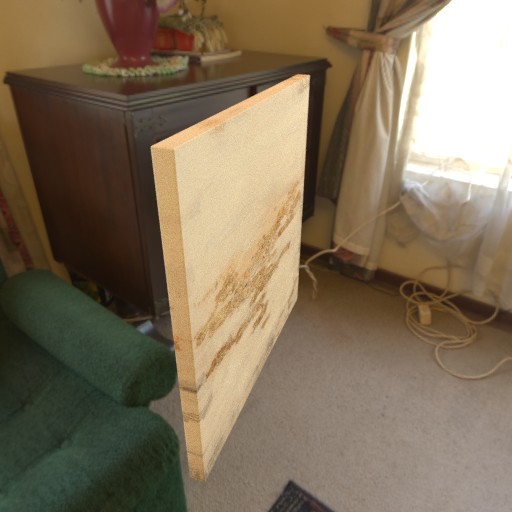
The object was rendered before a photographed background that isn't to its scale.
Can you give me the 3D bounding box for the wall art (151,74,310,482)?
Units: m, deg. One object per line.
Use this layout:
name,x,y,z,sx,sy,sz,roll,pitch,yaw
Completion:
wall art,0.000,0.000,1.112,0.038,0.755,0.753,11,32,18
